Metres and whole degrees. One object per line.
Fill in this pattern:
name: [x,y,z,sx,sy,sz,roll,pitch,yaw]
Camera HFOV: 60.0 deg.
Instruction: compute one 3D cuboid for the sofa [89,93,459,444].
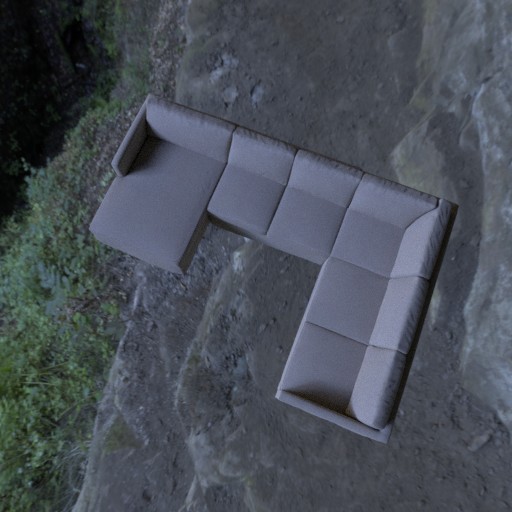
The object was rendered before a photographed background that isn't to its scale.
sofa: [0.000,0.000,4.569,3.528,0.878,2.476,21,75,6]
